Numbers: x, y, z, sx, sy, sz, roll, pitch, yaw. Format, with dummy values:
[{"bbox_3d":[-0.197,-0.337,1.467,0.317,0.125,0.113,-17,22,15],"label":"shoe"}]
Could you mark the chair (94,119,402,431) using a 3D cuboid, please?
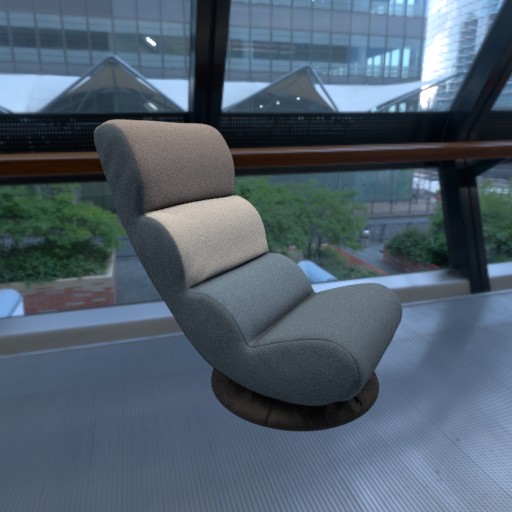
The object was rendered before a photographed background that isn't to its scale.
[{"bbox_3d":[0.000,0.000,1.086,0.661,0.641,0.420,8,17,28],"label":"chair"}]
